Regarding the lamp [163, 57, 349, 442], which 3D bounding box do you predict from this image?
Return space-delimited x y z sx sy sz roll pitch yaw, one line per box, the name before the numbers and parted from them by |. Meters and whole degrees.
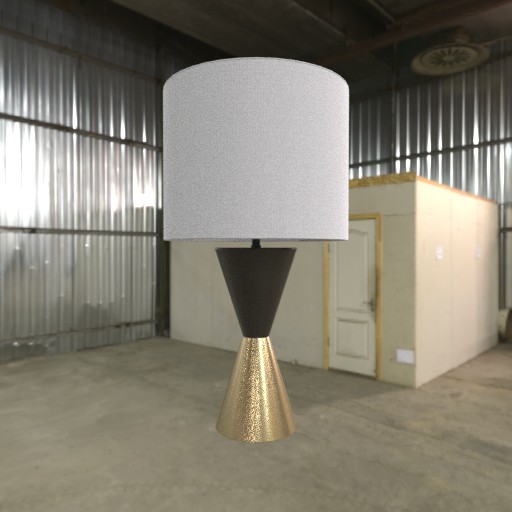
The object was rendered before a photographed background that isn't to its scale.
lamp | 0.000 0.000 0.746 0.304 0.573 0.304 0 1 -18
